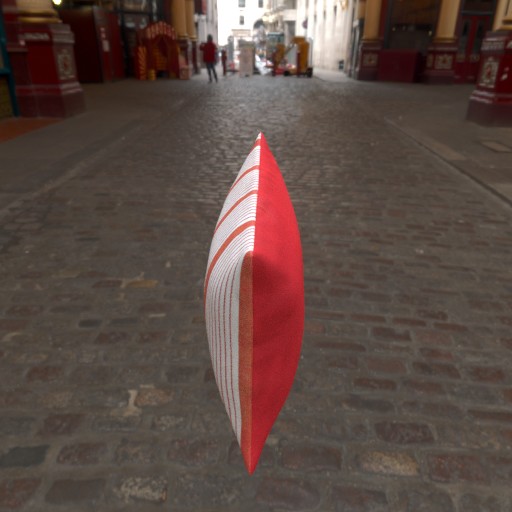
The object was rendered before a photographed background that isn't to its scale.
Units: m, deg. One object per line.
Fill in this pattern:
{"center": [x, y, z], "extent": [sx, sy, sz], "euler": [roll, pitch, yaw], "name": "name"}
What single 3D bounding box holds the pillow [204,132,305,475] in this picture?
{"center": [0.000, 0.000, 0.741], "extent": [0.151, 0.297, 0.608], "euler": [1, 26, 1], "name": "pillow"}
